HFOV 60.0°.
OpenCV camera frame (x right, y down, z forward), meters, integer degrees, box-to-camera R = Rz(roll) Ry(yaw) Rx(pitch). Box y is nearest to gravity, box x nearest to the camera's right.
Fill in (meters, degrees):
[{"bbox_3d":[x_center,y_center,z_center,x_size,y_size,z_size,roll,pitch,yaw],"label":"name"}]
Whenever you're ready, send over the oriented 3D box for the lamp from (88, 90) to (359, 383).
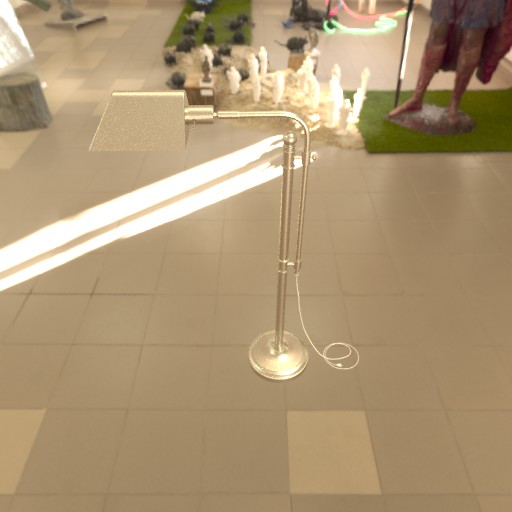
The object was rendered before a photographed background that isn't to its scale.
[{"bbox_3d":[0.000,0.000,0.947,0.546,0.708,0.159,0,41,0],"label":"lamp"}]
